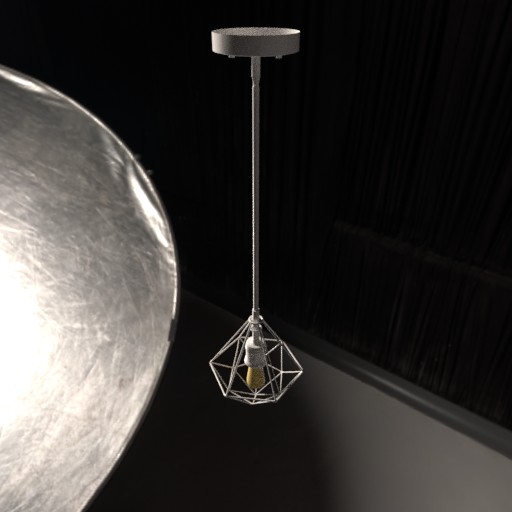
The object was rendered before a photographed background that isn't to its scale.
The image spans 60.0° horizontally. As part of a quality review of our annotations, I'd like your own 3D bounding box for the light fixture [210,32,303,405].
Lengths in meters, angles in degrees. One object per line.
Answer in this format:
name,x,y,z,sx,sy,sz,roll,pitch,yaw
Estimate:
light fixture,0.000,0.000,1.944,0.431,1.764,0.487,22,38,31
